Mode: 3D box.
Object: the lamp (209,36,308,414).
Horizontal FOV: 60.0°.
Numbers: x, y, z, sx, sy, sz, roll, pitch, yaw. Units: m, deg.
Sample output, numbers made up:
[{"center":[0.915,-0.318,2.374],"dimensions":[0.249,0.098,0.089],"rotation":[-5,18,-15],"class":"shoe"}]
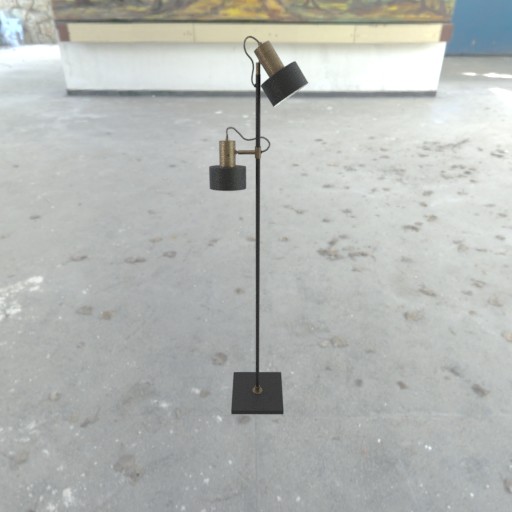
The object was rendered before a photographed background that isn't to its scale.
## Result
[{"center":[0.000,0.000,1.686],"dimensions":[0.315,1.505,0.233],"rotation":[0,31,0],"class":"lamp"}]
